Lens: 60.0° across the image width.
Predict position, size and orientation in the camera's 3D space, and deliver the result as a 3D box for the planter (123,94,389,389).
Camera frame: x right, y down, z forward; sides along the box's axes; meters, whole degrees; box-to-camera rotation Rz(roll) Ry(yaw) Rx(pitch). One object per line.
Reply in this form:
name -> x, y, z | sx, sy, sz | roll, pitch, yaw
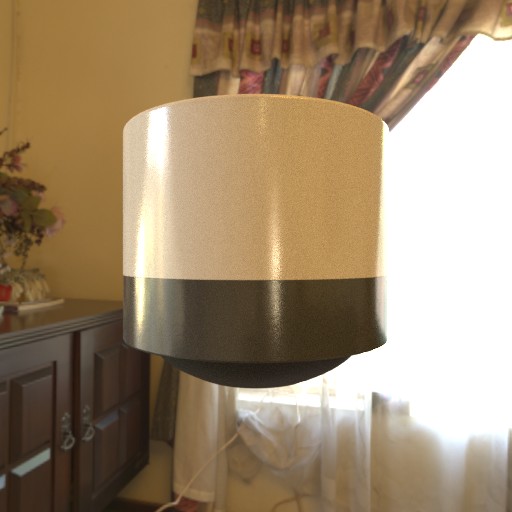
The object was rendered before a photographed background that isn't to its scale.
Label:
planter -> 0.000, 0.000, 0.336 | 0.193, 0.177, 0.193 | 0, 0, 0
